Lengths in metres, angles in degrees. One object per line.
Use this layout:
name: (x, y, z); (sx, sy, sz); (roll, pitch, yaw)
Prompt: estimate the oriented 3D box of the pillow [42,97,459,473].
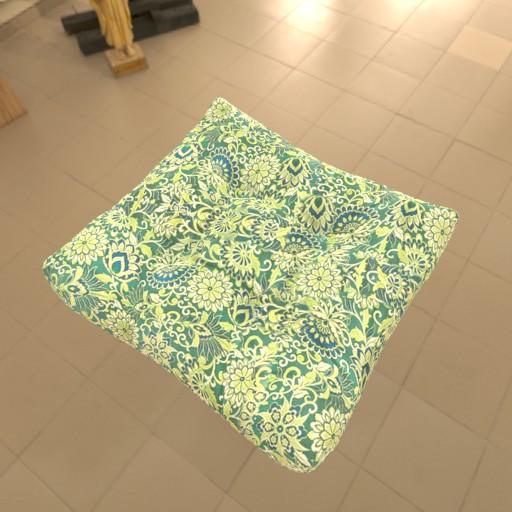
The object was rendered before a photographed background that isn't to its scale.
pillow: (0.000, 0.000, 0.711); (0.490, 0.128, 0.468); (31, 64, 17)
